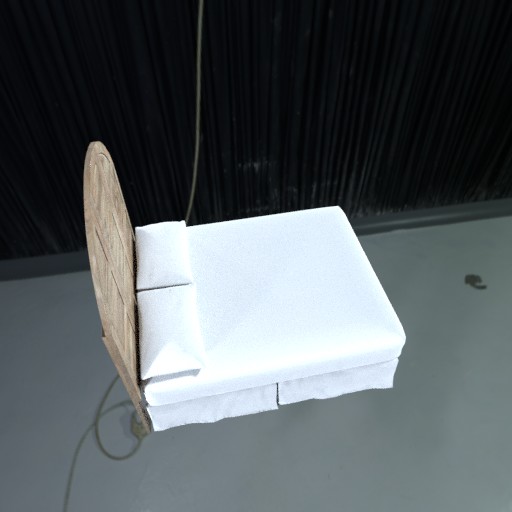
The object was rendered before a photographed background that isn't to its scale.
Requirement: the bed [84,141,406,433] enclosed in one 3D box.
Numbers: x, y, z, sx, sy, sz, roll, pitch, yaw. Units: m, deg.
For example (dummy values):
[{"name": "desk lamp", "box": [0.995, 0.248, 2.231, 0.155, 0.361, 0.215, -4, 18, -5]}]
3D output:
[{"name": "bed", "box": [0.000, 0.000, 3.477, 2.112, 2.002, 1.713, -9, 48, -8]}]
